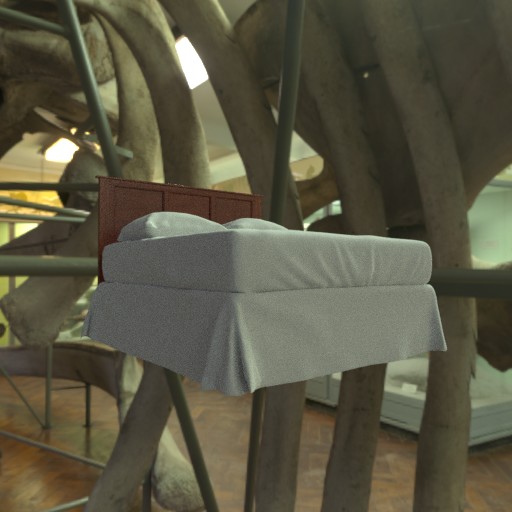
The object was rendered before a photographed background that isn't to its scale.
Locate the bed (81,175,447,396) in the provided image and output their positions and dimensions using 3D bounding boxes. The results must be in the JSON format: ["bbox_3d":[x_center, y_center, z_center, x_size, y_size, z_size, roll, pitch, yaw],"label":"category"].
[{"bbox_3d":[0.000,0.000,3.167,1.870,1.270,2.050,1,-2,-37],"label":"bed"}]
